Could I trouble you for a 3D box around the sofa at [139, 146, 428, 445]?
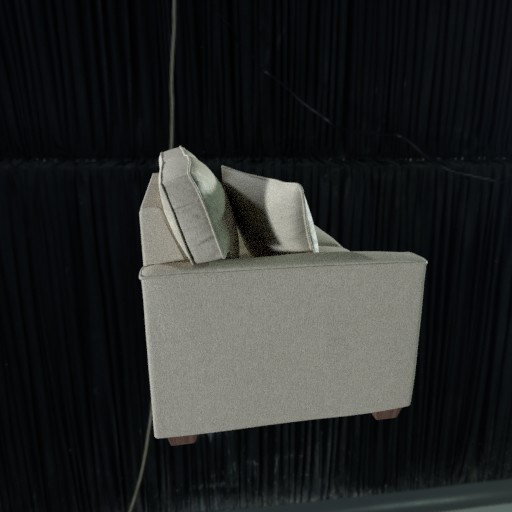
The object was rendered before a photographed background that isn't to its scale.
[{"bbox_3d":[0.000,0.000,2.128,0.991,0.989,1.388,-3,16,-10],"label":"sofa"}]
